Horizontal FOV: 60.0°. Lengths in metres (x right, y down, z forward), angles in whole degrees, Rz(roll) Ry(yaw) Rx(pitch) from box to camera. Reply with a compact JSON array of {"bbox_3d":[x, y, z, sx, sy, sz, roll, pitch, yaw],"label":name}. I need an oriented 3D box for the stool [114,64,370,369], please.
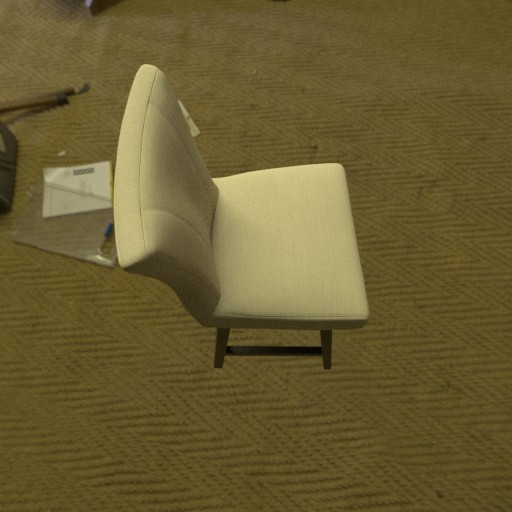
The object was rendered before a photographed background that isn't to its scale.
[{"bbox_3d":[0.000,0.000,1.329,0.574,1.000,0.514,-3,64,-1],"label":"stool"}]
